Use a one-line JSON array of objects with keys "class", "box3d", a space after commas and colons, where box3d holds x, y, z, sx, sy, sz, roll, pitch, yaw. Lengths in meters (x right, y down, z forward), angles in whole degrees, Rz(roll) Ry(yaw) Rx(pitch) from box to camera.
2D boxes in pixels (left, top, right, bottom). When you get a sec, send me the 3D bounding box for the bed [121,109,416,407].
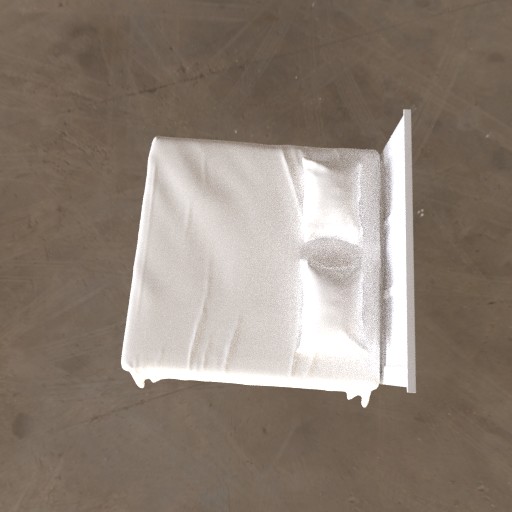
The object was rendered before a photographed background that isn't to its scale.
[{"class": "bed", "box3d": [0.000, 0.000, 3.641, 2.215, 1.273, 2.317, 4, 76, 1]}]
